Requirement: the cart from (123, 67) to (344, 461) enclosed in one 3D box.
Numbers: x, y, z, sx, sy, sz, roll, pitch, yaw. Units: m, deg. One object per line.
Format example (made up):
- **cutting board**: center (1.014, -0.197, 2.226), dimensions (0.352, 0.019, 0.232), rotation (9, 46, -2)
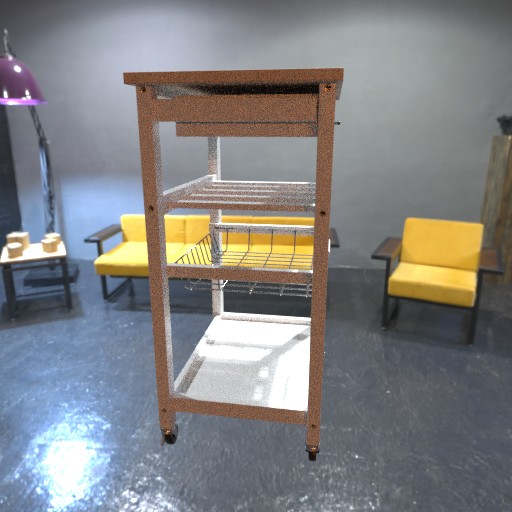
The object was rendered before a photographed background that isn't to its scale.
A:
- **cart**: center (0.000, 0.000, 1.185), dimensions (0.406, 0.857, 0.578), rotation (3, 16, 9)
